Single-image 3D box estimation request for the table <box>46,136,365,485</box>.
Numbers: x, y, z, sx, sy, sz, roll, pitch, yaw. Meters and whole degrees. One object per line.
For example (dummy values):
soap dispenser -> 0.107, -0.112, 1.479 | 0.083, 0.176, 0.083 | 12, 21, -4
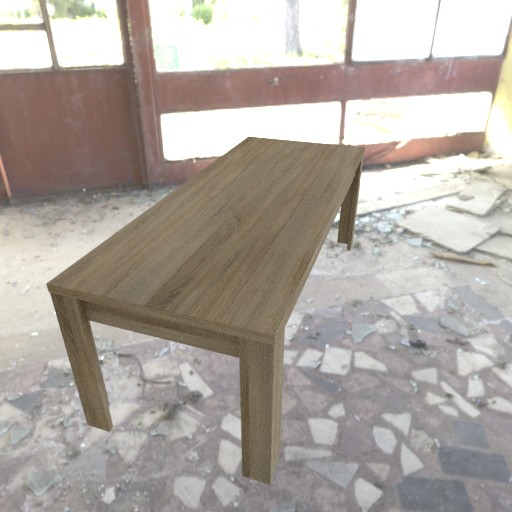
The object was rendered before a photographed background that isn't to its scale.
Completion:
table -> 0.000, 0.000, 2.634 | 0.900, 0.790, 2.200 | 10, 32, 17
